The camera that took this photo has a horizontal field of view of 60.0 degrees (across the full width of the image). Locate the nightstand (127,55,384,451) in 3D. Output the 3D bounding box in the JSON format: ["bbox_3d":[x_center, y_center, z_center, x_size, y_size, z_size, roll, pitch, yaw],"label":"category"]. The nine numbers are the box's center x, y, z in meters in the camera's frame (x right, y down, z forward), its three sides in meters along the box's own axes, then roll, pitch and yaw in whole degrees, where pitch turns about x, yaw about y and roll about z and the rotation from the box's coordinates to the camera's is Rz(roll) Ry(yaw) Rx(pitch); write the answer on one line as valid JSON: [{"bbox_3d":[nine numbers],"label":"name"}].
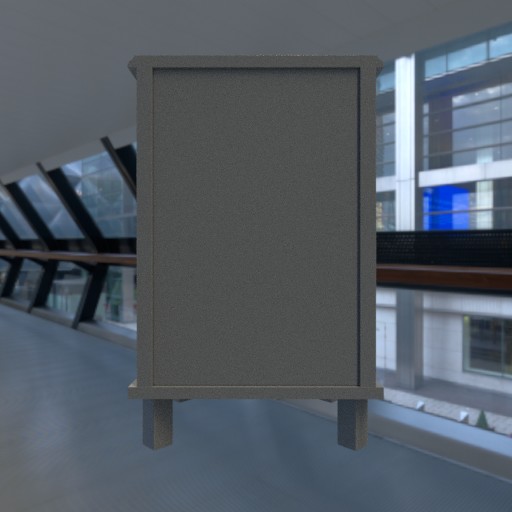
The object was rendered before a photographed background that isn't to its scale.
[{"bbox_3d":[0.000,0.000,0.924,0.435,0.680,0.348,0,0,0],"label":"nightstand"}]
